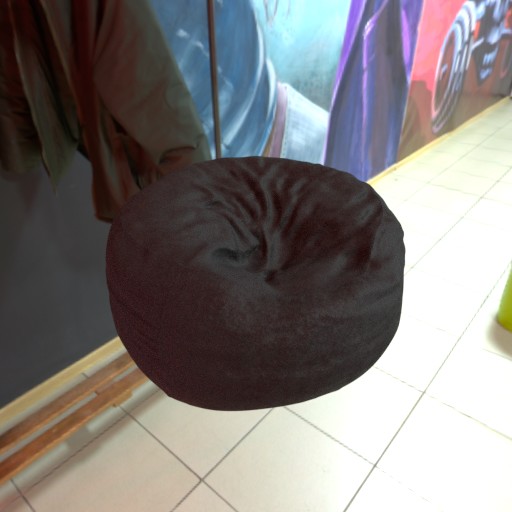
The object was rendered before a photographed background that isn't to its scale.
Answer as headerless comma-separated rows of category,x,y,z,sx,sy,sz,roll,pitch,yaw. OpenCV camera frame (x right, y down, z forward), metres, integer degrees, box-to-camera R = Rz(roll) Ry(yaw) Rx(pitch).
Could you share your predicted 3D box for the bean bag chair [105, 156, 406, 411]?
bean bag chair,0.000,0.000,2.328,1.525,0.751,1.525,0,32,0
